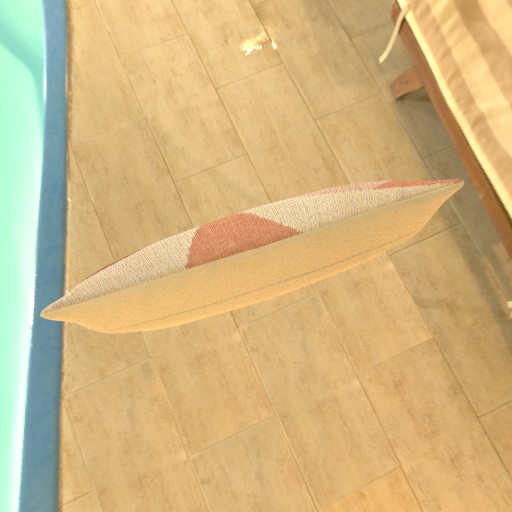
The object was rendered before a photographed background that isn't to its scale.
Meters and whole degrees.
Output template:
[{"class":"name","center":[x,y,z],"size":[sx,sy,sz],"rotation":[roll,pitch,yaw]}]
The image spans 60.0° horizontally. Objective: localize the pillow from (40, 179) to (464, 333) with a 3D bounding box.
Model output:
[{"class":"pillow","center":[0.000,0.000,0.741],"size":[0.609,0.292,0.155],"rotation":[-18,75,-5]}]
